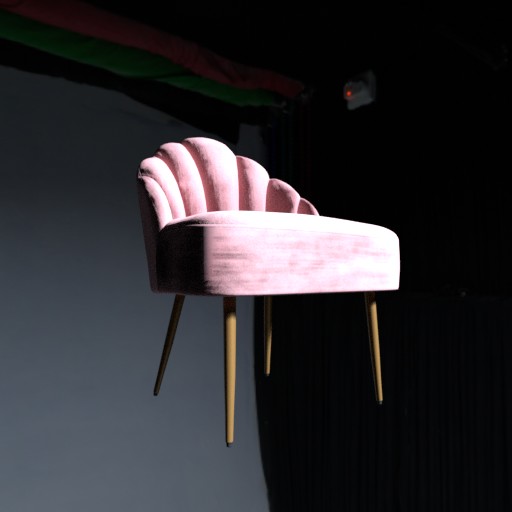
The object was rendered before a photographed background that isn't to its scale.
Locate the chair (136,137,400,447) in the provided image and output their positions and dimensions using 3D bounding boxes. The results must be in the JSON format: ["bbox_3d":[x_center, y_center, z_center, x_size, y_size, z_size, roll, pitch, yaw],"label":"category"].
[{"bbox_3d":[0.000,0.000,1.275,0.657,0.819,0.599,2,-3,-37],"label":"chair"}]
